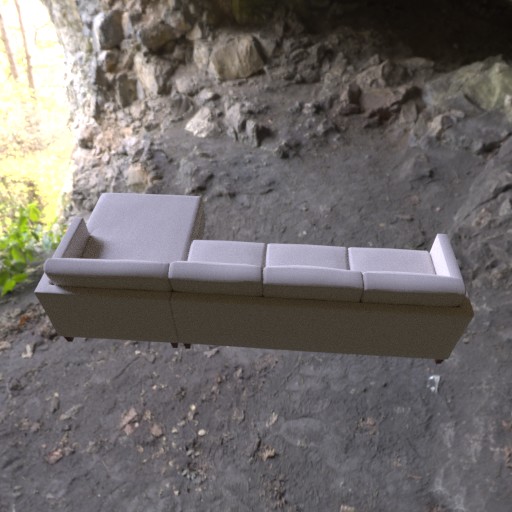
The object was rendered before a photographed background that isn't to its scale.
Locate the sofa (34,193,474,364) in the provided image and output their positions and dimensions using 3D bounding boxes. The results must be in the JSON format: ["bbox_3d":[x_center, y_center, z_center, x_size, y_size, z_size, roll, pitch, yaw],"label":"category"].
[{"bbox_3d":[0.000,0.000,4.176,3.471,0.954,1.599,3,46,3],"label":"sofa"}]
